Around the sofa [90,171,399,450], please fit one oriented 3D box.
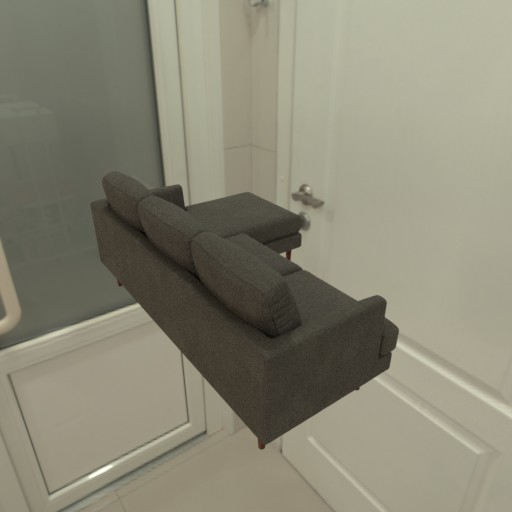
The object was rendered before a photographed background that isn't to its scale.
[{"bbox_3d":[0.000,0.000,3.053,1.504,0.956,2.233,-18,33,-31],"label":"sofa"}]
